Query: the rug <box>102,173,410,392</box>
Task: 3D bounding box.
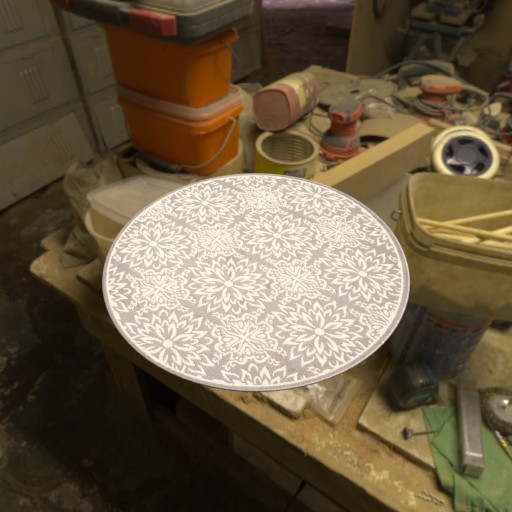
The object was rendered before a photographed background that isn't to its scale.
[{"bbox_3d":[0.000,0.000,2.366,1.593,0.012,1.593,0,43,0],"label":"rug"}]
